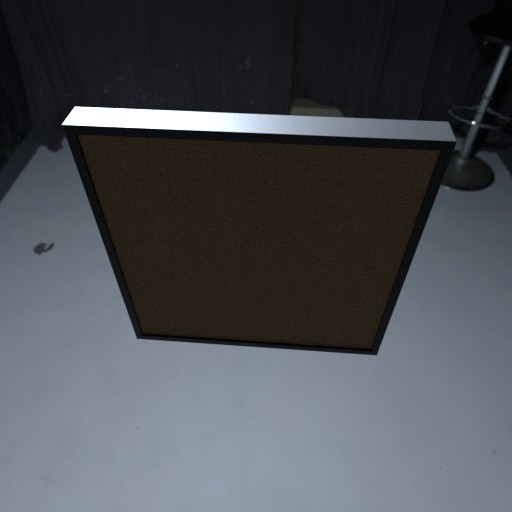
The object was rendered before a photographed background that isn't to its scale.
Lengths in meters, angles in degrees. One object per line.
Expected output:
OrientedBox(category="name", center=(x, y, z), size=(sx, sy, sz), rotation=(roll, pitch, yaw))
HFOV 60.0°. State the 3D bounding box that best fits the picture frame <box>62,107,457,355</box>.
OrientedBox(category="picture frame", center=(0.000, 0.000, 0.480), size=(0.317, 0.317, 0.030), rotation=(3, 47, 3))
